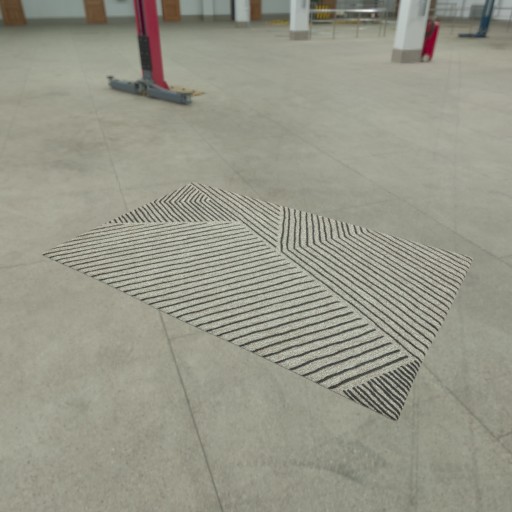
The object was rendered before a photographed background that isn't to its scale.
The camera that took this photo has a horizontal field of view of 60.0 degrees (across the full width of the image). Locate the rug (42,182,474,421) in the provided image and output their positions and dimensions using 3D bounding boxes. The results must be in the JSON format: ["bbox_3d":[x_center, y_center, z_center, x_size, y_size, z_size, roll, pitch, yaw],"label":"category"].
[{"bbox_3d":[0.000,0.000,2.918,2.406,0.023,1.539,19,36,28],"label":"rug"}]
